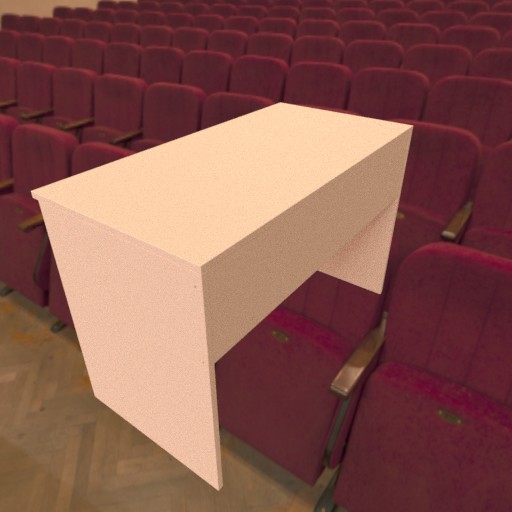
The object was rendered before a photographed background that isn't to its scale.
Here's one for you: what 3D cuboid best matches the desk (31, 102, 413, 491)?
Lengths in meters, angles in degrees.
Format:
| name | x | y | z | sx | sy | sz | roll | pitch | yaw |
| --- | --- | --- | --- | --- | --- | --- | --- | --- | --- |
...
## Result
| name | x | y | z | sx | sy | sz | roll | pitch | yaw |
| --- | --- | --- | --- | --- | --- | --- | --- | --- | --- |
| desk | 0.000 | 0.000 | 1.514 | 0.560 | 0.730 | 1.100 | 22 | 38 | 30 |
